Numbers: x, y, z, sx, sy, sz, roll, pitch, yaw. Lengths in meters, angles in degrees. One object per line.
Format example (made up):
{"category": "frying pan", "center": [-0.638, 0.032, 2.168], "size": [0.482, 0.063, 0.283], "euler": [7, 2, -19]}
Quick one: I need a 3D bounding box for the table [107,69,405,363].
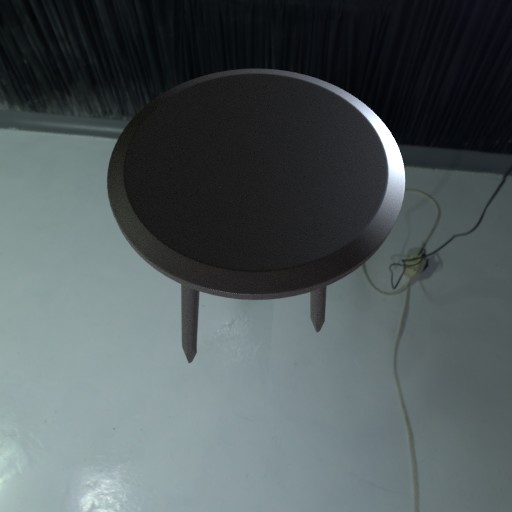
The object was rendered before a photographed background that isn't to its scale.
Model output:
{"category": "table", "center": [0.000, 0.000, 0.931], "size": [0.457, 0.585, 0.457], "euler": [0, 59, 0]}
